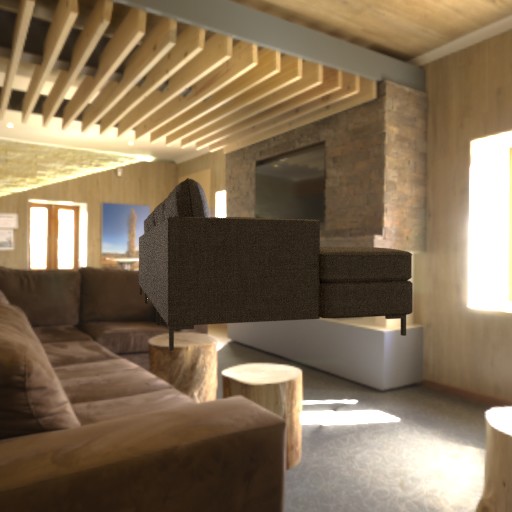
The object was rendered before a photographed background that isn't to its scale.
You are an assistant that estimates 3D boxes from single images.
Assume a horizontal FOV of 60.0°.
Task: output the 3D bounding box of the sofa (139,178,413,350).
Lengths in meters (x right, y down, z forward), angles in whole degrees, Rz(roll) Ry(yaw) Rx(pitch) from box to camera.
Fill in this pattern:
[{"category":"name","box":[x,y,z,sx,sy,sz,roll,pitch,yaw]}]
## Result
[{"category":"sofa","box":[0.000,0.000,4.296,2.048,0.999,3.423,0,1,-17]}]
